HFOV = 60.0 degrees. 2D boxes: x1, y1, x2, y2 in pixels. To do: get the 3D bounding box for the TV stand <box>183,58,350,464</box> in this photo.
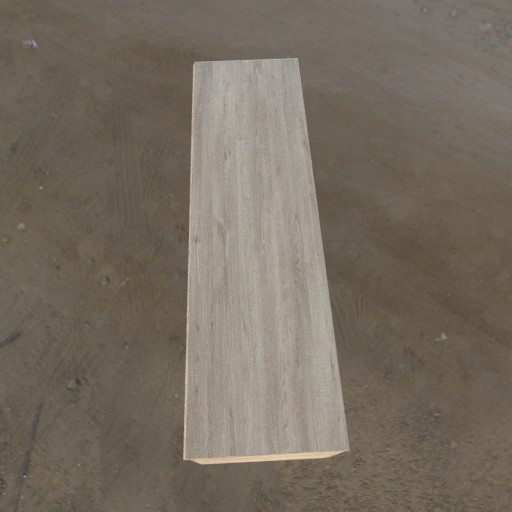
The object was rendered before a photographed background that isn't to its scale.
[{"bbox_3d":[0.000,0.000,1.561,0.401,0.565,1.313,-3,63,-1],"label":"TV stand"}]
